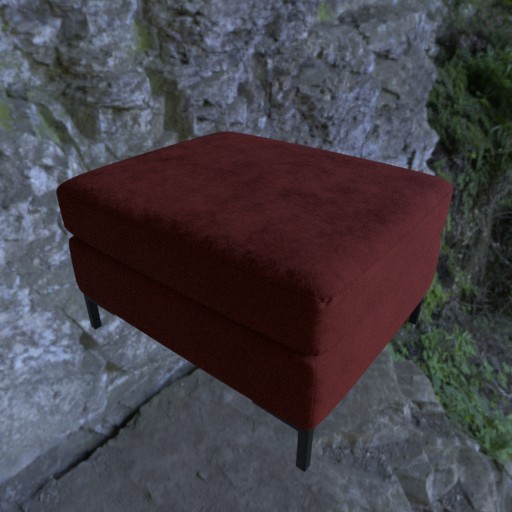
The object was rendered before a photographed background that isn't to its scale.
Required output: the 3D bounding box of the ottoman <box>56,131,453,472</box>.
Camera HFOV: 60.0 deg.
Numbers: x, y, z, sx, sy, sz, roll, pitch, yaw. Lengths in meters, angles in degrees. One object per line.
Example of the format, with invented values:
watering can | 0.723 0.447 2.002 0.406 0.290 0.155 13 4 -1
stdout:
ottoman | 0.000 0.000 1.177 0.782 0.462 0.650 22 37 32
